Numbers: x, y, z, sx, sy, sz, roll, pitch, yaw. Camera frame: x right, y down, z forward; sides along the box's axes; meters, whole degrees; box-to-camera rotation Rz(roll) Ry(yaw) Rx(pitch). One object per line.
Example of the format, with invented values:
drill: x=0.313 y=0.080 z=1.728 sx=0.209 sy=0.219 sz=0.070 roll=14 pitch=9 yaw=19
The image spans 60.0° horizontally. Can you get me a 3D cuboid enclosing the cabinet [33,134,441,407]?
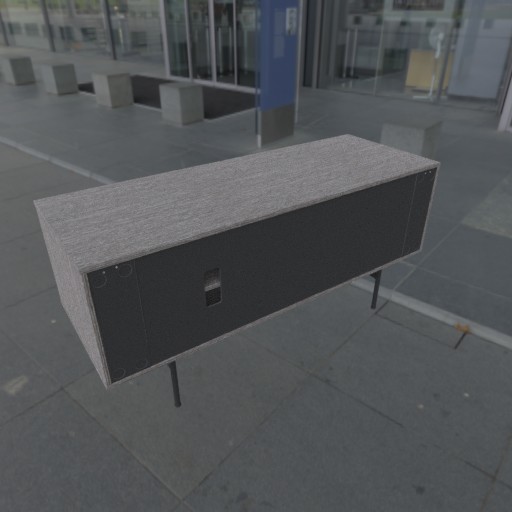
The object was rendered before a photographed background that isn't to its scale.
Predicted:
cabinet: x=0.000 y=0.000 z=1.629 sx=1.300 sy=0.599 sz=0.500 roll=-19 pitch=35 yaw=-29
